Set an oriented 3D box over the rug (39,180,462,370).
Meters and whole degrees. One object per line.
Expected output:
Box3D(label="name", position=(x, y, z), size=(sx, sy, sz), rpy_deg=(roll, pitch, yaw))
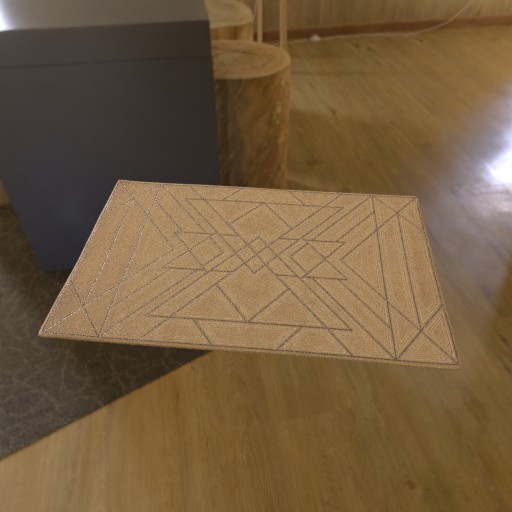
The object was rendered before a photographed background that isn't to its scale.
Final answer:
Box3D(label="rug", position=(0.000, 0.000, 3.093), size=(2.459, 0.023, 1.575), rpy_deg=(4, 45, 4))
